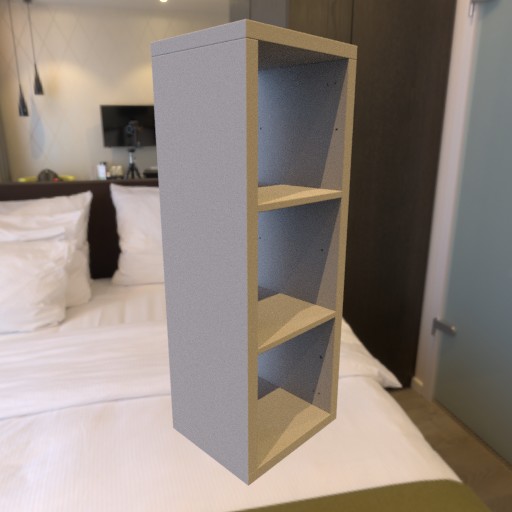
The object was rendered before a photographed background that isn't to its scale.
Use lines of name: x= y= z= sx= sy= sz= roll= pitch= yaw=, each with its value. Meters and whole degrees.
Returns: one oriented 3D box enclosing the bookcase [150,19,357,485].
bookcase: x=0.000 y=0.000 z=1.234 sx=0.330 sy=1.080 sz=0.390 roll=15 pitch=22 yaw=43
